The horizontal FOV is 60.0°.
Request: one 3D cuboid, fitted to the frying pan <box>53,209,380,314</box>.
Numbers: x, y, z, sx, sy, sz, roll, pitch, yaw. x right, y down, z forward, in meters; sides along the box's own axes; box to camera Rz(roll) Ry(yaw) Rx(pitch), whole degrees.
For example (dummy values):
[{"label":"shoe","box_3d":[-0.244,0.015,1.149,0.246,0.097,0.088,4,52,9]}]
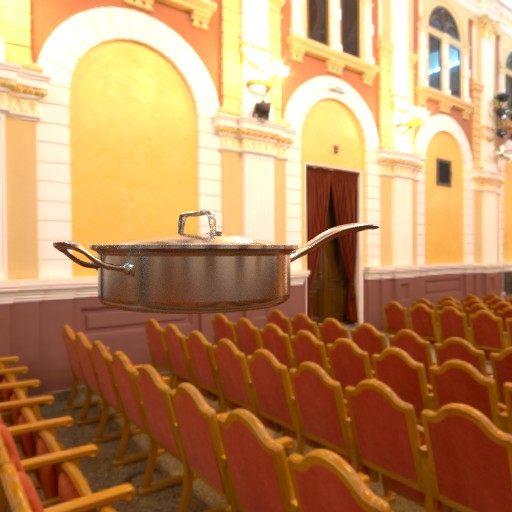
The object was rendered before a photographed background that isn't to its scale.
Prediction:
[{"label":"frying pan","box_3d":[0.000,0.000,0.590,0.492,0.111,0.245,-1,1,-36]}]
